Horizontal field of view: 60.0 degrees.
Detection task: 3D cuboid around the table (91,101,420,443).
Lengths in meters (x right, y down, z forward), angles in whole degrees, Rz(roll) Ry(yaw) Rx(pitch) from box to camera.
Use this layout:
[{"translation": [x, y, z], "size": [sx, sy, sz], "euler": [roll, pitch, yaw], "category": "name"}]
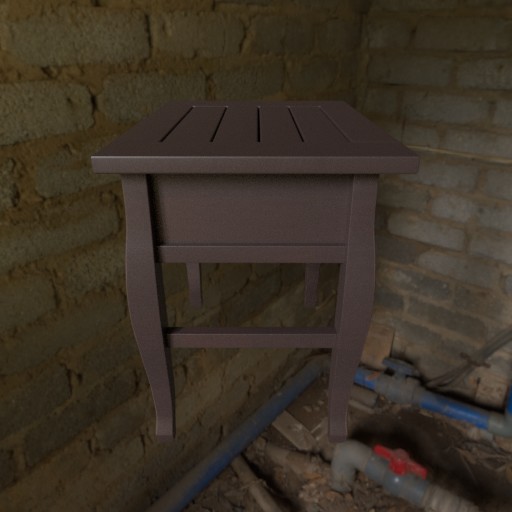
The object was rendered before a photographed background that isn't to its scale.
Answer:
[{"translation": [0.000, 0.000, 1.018], "size": [0.460, 0.605, 0.602], "euler": [0, 26, 0], "category": "table"}]
